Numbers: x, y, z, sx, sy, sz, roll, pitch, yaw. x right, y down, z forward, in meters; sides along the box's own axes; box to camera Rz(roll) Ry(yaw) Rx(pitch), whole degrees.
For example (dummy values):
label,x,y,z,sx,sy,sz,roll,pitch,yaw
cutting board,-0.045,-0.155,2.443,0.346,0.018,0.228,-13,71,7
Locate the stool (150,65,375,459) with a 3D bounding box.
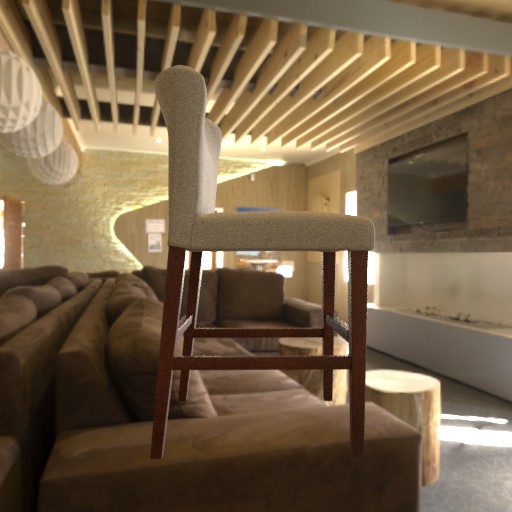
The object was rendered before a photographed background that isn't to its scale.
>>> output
label,x,y,z,sx,sy,sz,roll,pitch,yaw
stool,0.000,0.000,1.279,0.568,0.968,0.479,0,0,-1
